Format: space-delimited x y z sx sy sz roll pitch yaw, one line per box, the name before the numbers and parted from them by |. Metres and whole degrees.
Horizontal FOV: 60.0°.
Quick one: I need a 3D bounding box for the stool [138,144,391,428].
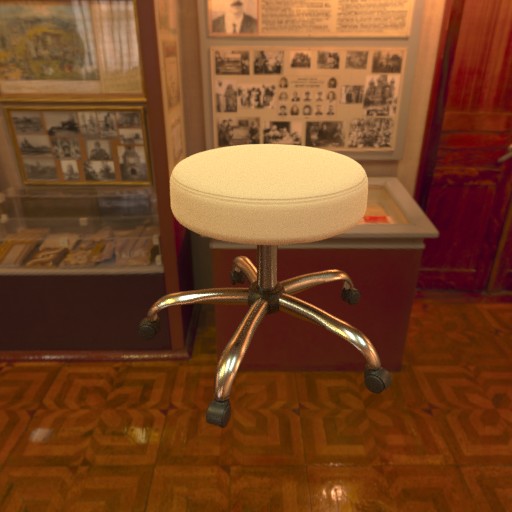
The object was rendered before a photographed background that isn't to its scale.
stool | 0.000 0.000 1.061 0.614 0.482 0.634 1 26 2
